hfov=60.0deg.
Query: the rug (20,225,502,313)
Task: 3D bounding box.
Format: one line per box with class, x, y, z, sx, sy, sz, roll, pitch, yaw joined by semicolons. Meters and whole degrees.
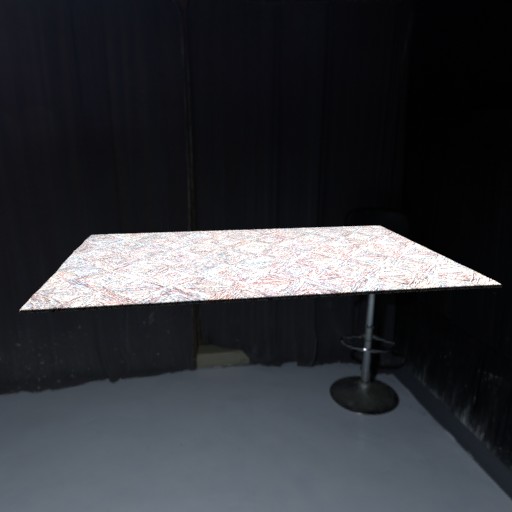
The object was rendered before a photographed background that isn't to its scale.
rug;0.000;0.000;2.125;1.761;0.014;1.143;-2;16;-8
